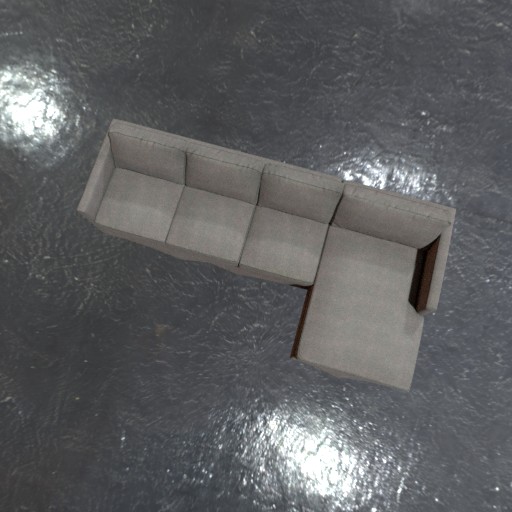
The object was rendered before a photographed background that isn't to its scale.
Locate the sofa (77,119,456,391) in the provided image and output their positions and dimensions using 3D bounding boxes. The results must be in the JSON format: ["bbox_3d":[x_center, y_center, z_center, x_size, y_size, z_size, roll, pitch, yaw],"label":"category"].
[{"bbox_3d":[0.000,0.000,4.020,3.205,0.922,1.650,16,77,4],"label":"sofa"}]
